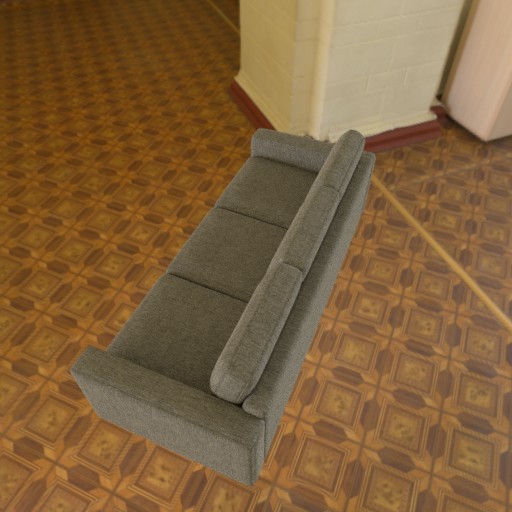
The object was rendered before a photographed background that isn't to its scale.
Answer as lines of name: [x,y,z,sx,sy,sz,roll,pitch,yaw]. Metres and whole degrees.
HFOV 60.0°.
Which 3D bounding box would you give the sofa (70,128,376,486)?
sofa: [0.000,0.000,2.602,0.900,0.800,2.160,17,50,15]
